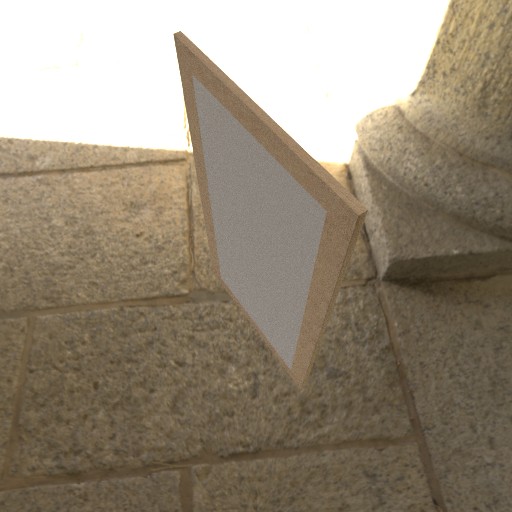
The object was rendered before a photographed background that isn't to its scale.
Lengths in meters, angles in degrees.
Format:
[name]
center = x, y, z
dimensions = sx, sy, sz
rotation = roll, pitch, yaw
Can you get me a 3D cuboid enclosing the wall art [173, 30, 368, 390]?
[wall art]
center = 0.000, 0.000, 0.824
dimensions = 0.013, 0.683, 0.381
rotation = -31, 64, -17
